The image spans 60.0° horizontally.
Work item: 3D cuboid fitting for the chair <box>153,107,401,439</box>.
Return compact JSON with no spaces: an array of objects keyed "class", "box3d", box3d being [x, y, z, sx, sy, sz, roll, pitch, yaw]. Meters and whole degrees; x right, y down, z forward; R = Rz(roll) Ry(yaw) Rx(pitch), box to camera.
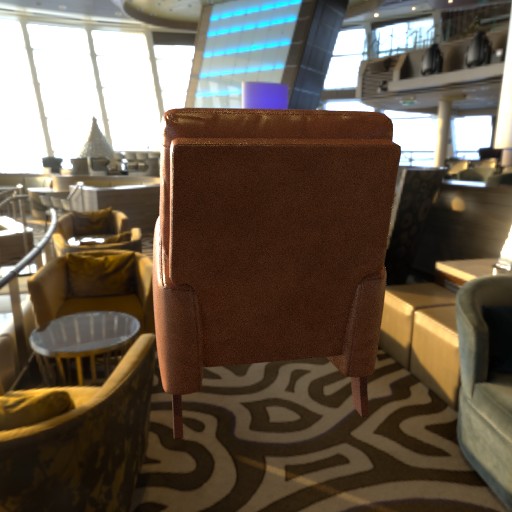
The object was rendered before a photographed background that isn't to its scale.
[{"class":"chair","box3d":[0.000,0.000,1.666,0.762,0.990,0.990,-3,13,-11]}]
